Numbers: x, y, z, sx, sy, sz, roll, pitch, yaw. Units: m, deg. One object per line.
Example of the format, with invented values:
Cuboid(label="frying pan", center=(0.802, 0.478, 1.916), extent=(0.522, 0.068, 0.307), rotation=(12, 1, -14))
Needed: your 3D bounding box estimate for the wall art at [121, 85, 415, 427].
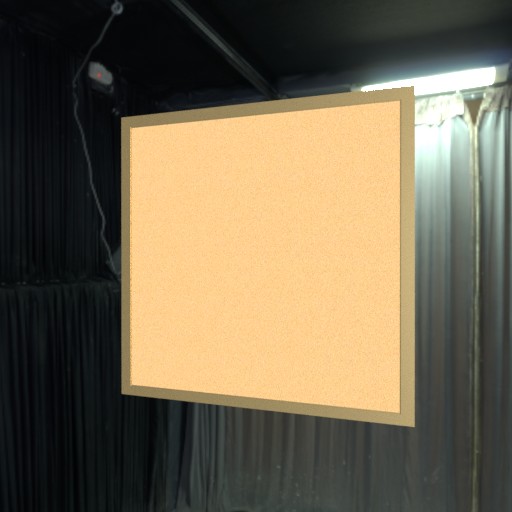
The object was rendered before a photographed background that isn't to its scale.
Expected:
Cuboid(label="wall art", center=(0.000, 0.000, 1.907), extent=(1.284, 1.284, 0.095), rotation=(0, 0, 18))
